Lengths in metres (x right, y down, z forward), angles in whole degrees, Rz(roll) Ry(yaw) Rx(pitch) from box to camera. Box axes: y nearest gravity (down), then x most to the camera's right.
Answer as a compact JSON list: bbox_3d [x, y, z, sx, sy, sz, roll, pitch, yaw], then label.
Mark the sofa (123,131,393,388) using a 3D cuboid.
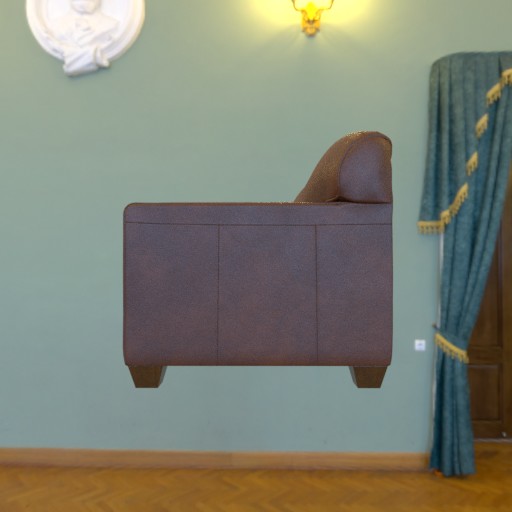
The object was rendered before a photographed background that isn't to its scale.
[{"bbox_3d":[0.000,0.000,2.456,1.000,0.966,1.856,0,-1,0],"label":"sofa"}]
